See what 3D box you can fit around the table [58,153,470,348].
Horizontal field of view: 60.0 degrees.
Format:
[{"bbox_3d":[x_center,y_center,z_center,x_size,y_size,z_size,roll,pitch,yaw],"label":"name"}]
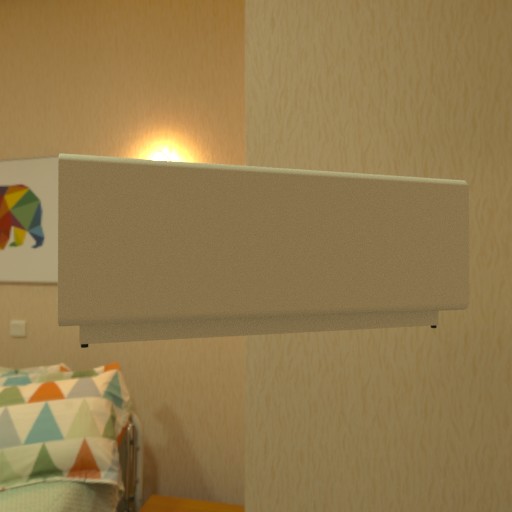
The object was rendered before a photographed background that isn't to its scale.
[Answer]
[{"bbox_3d":[0.000,0.000,1.423,1.097,0.442,0.639,0,-1,-18],"label":"table"}]
